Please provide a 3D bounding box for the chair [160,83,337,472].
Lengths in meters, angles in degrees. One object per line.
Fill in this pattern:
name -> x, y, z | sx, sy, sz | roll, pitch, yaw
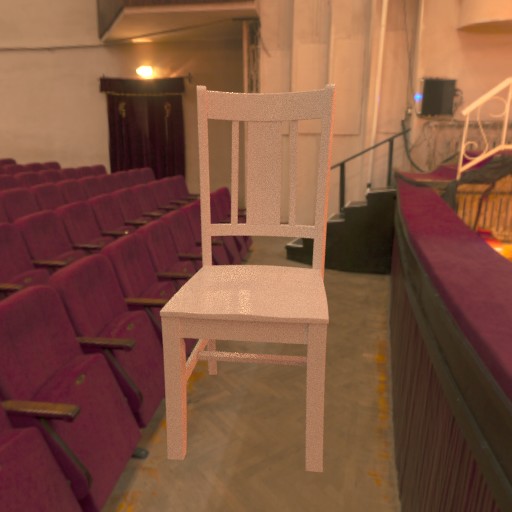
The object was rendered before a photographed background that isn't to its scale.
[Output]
chair -> 0.000, 0.000, 1.294 | 0.450, 0.998, 0.555 | 2, 15, 7
